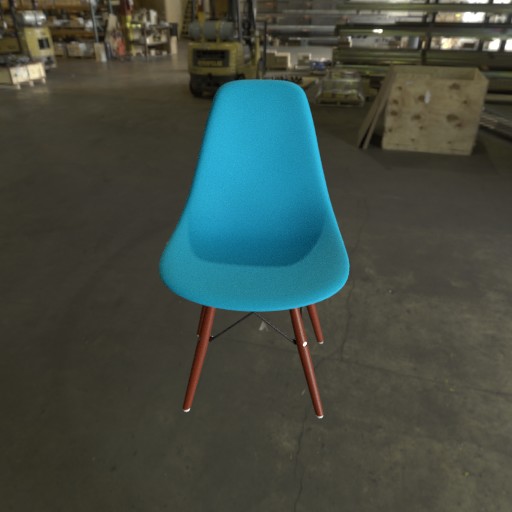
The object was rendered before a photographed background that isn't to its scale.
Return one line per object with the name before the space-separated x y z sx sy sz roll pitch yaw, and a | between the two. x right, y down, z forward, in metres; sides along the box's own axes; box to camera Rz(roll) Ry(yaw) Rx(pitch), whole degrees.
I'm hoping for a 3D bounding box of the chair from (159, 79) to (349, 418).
chair | 0.000 0.000 1.207 0.470 0.826 0.533 1 30 3
